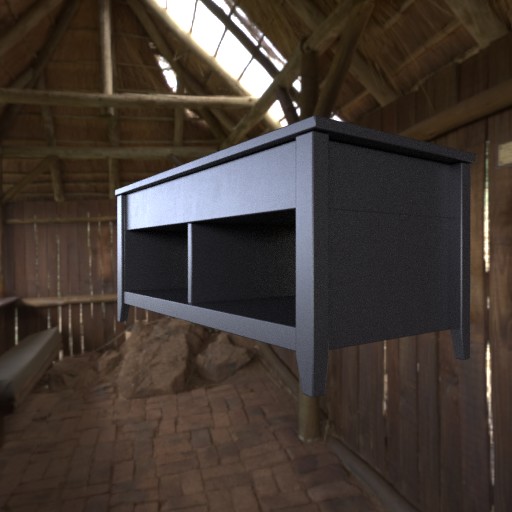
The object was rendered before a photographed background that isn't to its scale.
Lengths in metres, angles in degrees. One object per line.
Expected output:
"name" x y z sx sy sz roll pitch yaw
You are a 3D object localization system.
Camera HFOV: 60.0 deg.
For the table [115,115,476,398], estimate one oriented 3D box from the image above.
"table" 0.000 0.000 1.262 0.483 0.457 1.016 0 0 -35
